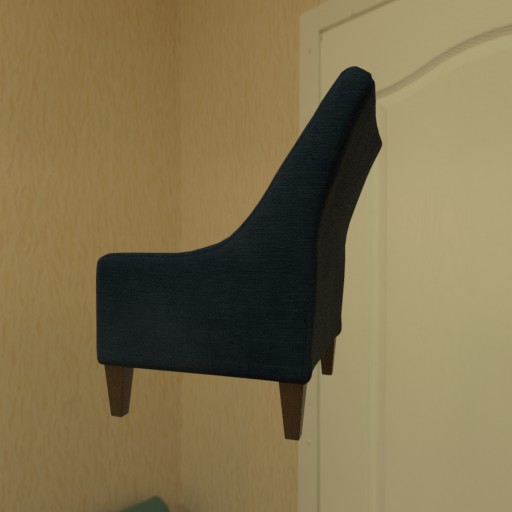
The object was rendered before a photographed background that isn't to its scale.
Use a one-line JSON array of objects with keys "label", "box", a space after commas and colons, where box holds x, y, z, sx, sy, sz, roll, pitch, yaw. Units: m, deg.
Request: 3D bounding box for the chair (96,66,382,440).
[{"label": "chair", "box": [0.000, 0.000, 1.628, 0.870, 1.014, 0.774, 0, 1, 17]}]
